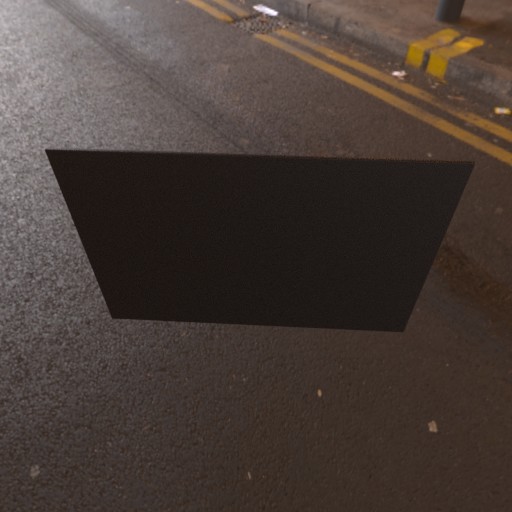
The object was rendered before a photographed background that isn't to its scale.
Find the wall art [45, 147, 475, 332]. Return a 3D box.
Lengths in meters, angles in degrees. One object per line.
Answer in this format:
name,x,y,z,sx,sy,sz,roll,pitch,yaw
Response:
wall art,0.000,0.000,1.521,1.192,0.811,0.013,2,46,2
